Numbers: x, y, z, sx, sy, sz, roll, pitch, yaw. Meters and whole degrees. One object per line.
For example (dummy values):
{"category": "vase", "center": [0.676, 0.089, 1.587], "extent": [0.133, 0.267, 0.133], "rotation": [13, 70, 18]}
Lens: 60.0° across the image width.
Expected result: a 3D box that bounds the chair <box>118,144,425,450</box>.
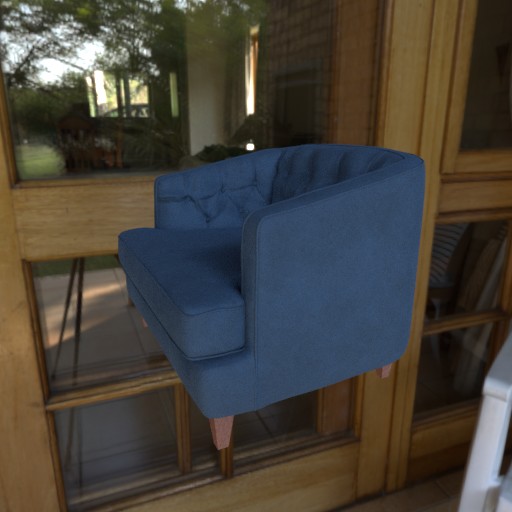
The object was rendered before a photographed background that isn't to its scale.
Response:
{"category": "chair", "center": [0.000, 0.000, 1.778], "extent": [0.940, 0.852, 1.094], "rotation": [-8, 18, -25]}
